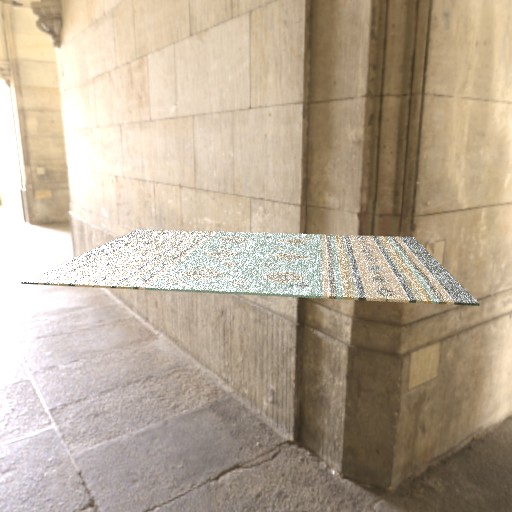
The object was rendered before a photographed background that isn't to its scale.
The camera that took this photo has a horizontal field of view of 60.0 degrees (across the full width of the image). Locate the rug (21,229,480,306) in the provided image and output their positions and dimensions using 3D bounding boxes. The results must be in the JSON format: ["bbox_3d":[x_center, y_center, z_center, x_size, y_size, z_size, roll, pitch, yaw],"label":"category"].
[{"bbox_3d":[0.000,0.000,2.309,1.811,0.010,1.212,2,14,8],"label":"rug"}]
